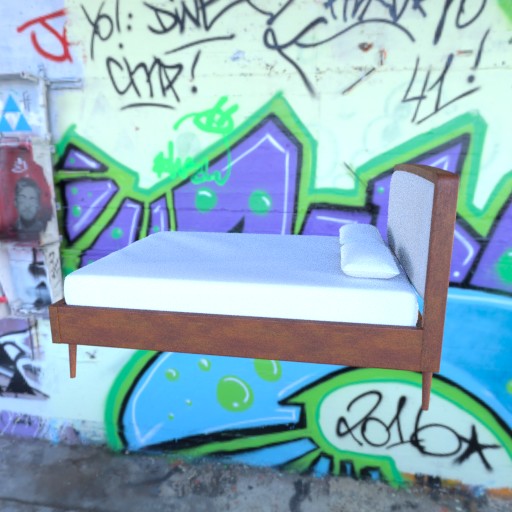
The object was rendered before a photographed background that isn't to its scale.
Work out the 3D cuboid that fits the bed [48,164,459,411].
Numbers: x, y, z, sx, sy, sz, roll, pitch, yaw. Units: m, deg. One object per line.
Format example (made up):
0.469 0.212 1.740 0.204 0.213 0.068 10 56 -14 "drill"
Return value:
0.000 0.000 3.137 2.196 1.275 1.587 2 14 9 "bed"
